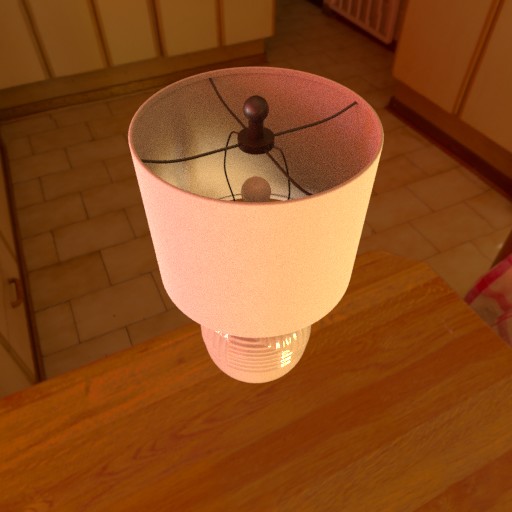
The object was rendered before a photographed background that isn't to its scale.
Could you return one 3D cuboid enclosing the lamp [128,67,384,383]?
[{"bbox_3d":[0.000,0.000,0.744,0.318,0.567,0.318,0,47,0],"label":"lamp"}]
